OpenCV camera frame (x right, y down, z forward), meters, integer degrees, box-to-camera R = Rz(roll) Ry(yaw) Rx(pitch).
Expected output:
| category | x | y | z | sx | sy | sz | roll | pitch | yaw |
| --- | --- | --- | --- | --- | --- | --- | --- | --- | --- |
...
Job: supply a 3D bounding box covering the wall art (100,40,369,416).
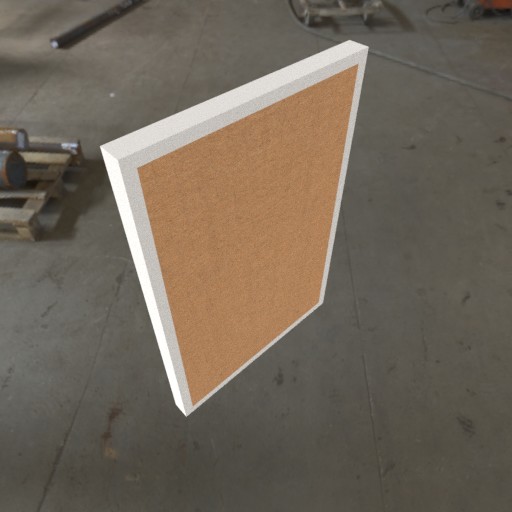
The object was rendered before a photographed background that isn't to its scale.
| category | x | y | z | sx | sy | sz | roll | pitch | yaw |
| --- | --- | --- | --- | --- | --- | --- | --- | --- | --- |
| wall art | 0.000 | 0.000 | 0.545 | 0.293 | 0.428 | 0.025 | -34 | 55 | -28 |
